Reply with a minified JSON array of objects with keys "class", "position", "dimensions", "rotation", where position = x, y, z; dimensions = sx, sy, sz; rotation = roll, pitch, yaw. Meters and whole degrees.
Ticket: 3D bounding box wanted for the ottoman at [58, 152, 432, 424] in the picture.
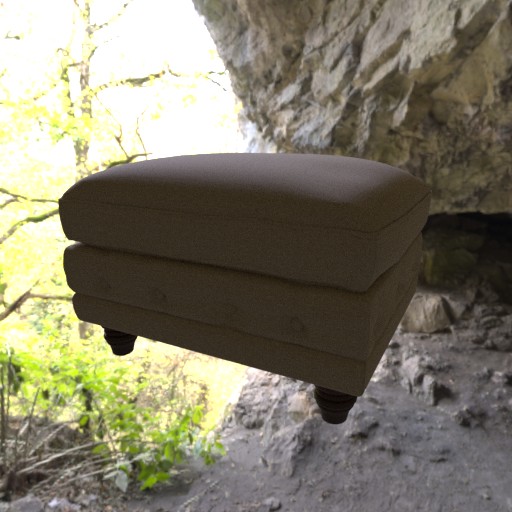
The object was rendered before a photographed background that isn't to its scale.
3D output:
[{"class":"ottoman","position":[0.000,0.000,1.027],"dimensions":[0.684,0.463,0.541],"rotation":[9,18,27]}]
